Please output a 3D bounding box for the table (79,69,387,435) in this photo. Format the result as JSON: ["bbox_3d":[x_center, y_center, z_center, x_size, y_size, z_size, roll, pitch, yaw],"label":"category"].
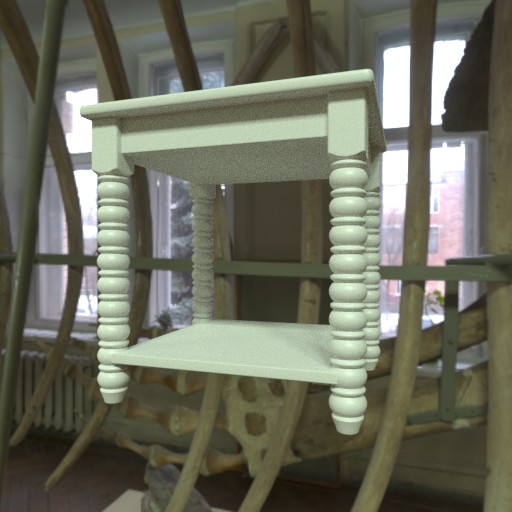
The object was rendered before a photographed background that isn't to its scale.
[{"bbox_3d":[0.000,0.000,0.977,0.533,0.563,0.500,0,1,19],"label":"table"}]
